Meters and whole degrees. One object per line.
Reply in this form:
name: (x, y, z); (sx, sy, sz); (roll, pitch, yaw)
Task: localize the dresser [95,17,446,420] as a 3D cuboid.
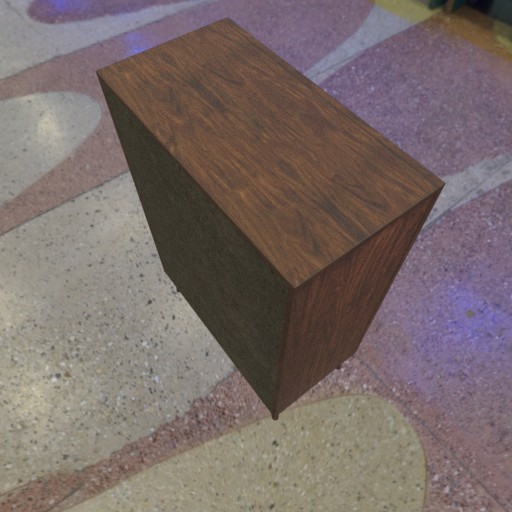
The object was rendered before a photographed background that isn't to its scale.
dresser: (0.000, 0.000, 1.773); (0.498, 1.365, 0.919); (-33, 63, -19)
